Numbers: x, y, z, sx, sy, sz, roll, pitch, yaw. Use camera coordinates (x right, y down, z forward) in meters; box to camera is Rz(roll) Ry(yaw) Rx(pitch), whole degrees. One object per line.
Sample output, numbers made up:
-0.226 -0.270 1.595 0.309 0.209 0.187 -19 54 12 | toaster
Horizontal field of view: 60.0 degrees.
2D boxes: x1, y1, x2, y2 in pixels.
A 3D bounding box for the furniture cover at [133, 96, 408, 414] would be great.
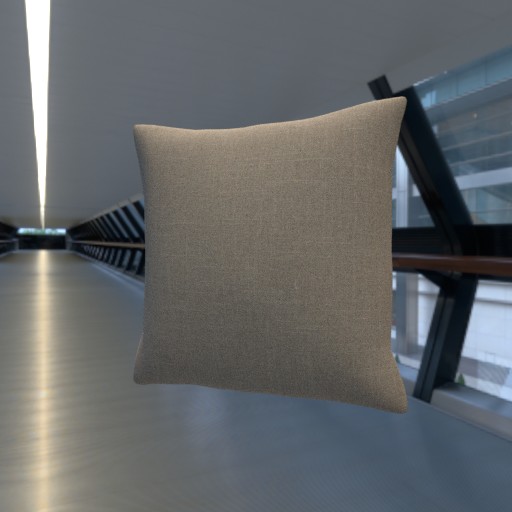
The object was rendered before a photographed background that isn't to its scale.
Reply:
0.000 0.000 0.788 0.512 0.506 0.178 0 1 19 | furniture cover
